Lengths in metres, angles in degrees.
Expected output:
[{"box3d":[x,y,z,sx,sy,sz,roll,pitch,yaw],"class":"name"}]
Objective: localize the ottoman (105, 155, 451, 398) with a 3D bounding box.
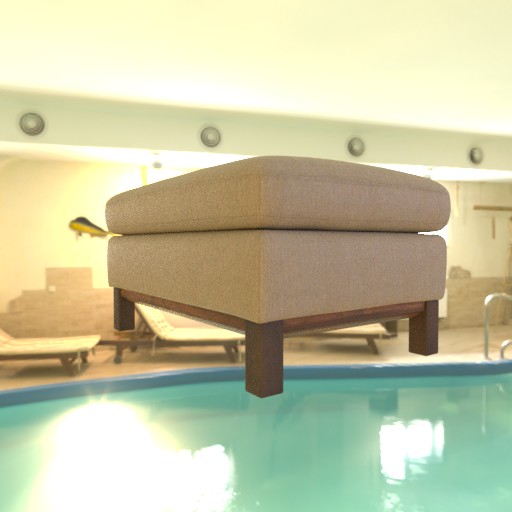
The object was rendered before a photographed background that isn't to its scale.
[{"box3d":[0.000,0.000,1.063,0.528,0.404,0.735,-1,2,-36],"class":"ottoman"}]
